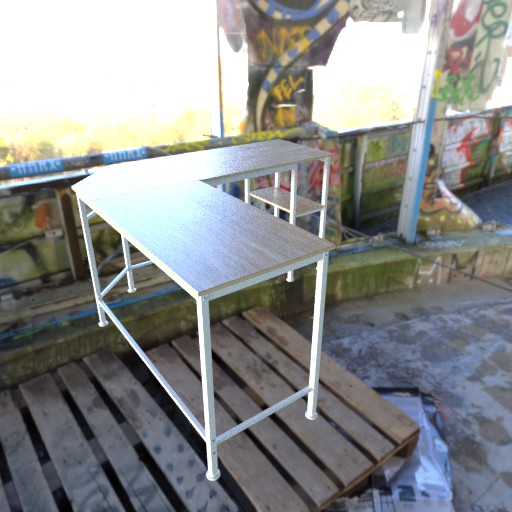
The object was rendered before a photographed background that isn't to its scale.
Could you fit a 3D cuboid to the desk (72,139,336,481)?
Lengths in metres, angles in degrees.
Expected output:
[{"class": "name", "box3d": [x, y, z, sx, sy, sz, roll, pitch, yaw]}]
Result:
[{"class": "desk", "box3d": [0.000, 0.000, 2.171, 1.379, 0.739, 1.379, -18, 31, -32]}]
